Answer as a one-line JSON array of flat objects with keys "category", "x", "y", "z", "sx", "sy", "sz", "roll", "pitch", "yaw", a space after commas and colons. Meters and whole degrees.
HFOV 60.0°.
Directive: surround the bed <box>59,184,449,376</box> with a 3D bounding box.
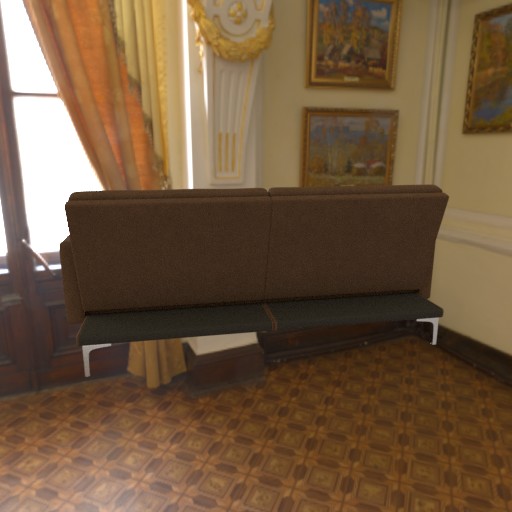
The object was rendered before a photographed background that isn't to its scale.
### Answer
[{"category": "bed", "x": 0.000, "y": 0.000, "z": 2.395, "sx": 1.905, "sy": 0.787, "sz": 0.889, "roll": -3, "pitch": 14, "yaw": -11}]
